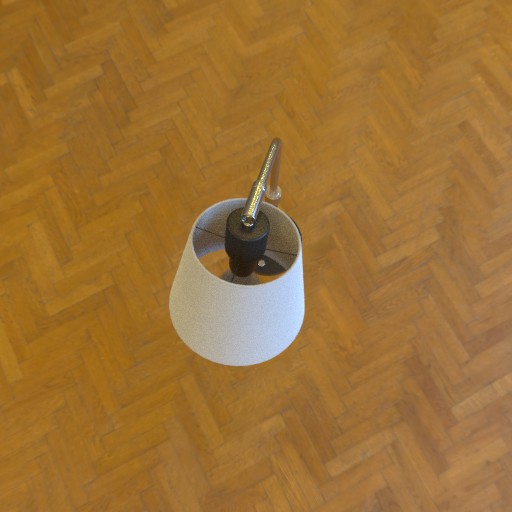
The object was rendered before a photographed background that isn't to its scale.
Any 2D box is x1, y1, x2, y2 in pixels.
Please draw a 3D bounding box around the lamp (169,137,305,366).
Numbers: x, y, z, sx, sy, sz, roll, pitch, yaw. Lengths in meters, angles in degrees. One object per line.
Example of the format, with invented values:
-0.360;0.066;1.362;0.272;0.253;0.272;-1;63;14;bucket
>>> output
0.000;0.000;0.707;0.181;0.539;0.348;15;76;4;lamp
